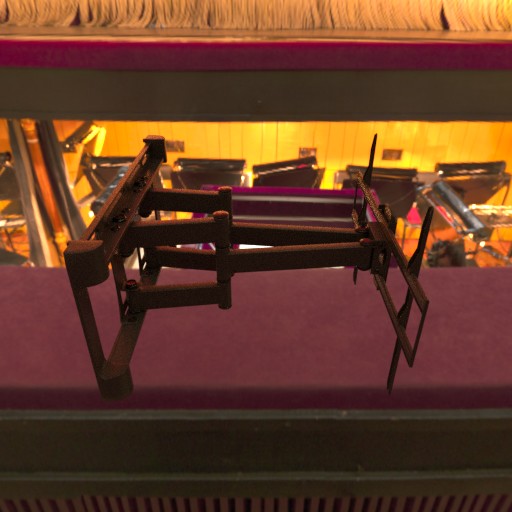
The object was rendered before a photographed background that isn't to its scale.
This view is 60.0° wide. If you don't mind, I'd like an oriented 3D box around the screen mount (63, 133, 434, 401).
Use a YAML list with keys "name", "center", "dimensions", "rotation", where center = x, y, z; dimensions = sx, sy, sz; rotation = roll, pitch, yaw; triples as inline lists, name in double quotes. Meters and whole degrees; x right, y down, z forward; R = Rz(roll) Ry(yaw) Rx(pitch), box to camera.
- name: "screen mount"
  center: [0.000, 0.000, 1.115]
  dimensions: [0.644, 0.491, 0.661]
  rotation: [0, 32, 0]
